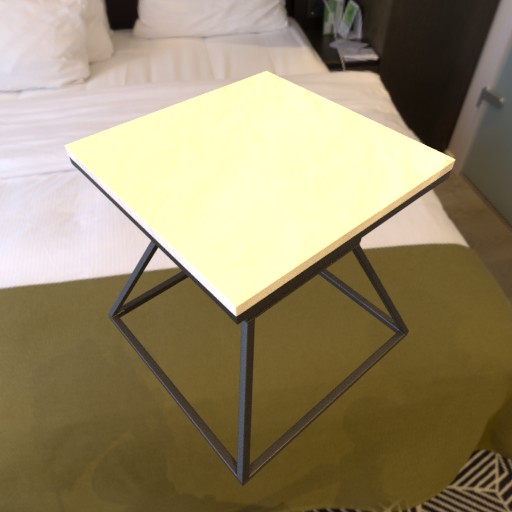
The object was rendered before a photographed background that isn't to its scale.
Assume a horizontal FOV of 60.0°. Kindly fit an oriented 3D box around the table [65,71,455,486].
[{"bbox_3d":[0.000,0.000,0.800,0.455,0.431,0.455,-32,53,-28],"label":"table"}]
